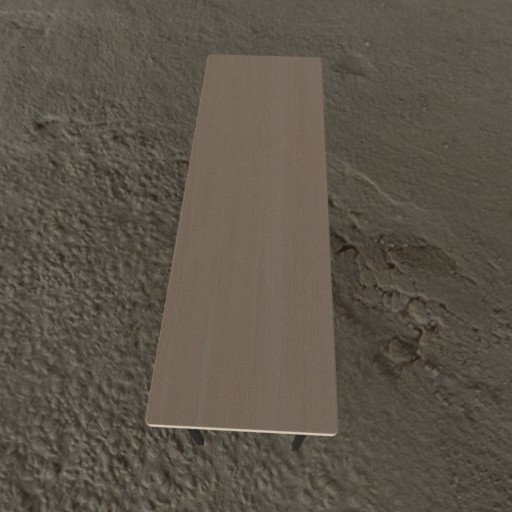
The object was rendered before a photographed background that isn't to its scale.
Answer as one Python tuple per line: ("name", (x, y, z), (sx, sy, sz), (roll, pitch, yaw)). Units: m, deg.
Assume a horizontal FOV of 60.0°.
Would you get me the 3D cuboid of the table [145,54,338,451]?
("table", (0.000, 0.000, 1.702), (0.447, 0.750, 1.397), (2, 58, 1))
